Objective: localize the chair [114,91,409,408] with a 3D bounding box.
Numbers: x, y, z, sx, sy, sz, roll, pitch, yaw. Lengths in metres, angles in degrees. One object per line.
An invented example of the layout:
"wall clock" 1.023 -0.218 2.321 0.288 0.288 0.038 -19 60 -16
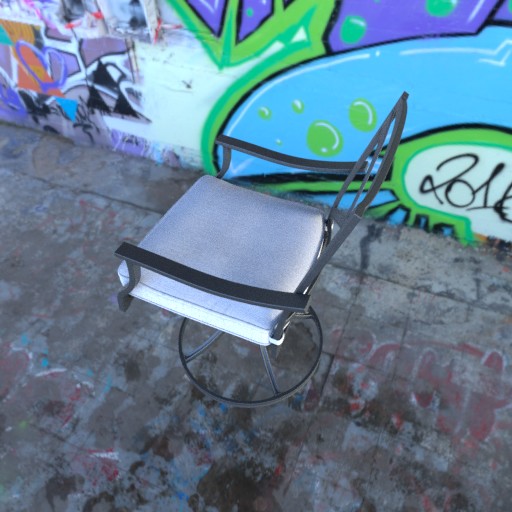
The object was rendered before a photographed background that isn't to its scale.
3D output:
"chair" 0.000 0.000 1.292 0.620 0.889 0.575 17 48 16
